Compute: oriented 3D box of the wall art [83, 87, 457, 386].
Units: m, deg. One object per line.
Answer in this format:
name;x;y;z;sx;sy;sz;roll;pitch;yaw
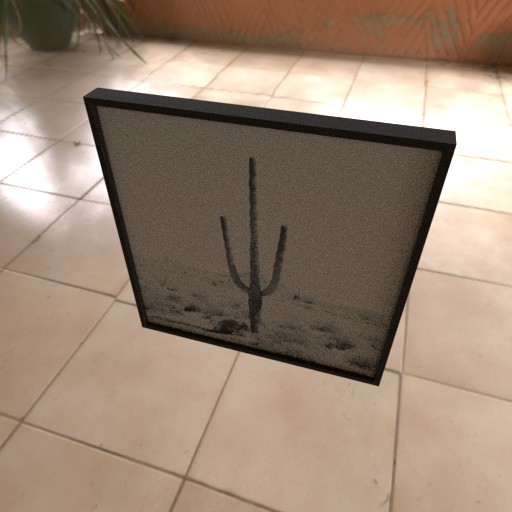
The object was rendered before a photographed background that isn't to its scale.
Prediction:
wall art;0.000;0.000;0.760;0.508;0.508;0.038;11;42;13
